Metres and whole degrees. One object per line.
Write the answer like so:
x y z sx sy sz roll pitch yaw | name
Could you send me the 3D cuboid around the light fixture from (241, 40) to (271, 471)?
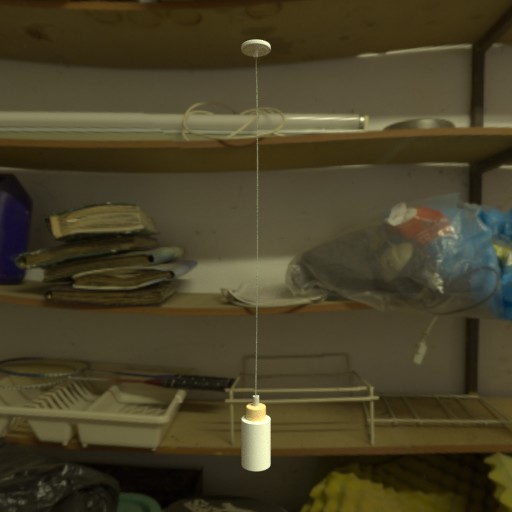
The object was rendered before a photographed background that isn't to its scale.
0.000 0.000 1.909 0.125 1.798 0.125 0 0 -19 | light fixture
